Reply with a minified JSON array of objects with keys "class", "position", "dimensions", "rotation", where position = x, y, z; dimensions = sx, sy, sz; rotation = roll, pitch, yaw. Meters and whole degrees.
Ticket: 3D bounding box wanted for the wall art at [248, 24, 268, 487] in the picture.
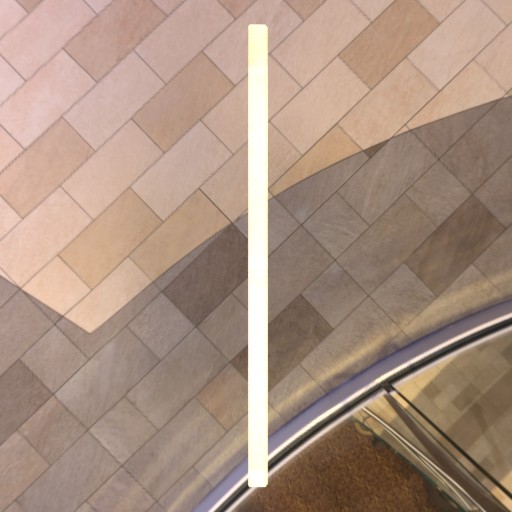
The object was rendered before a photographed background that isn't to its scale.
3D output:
[{"class":"wall art","position":[0.000,0.000,1.180],"dimensions":[0.038,0.602,0.918],"rotation":[0,90,-1]}]
